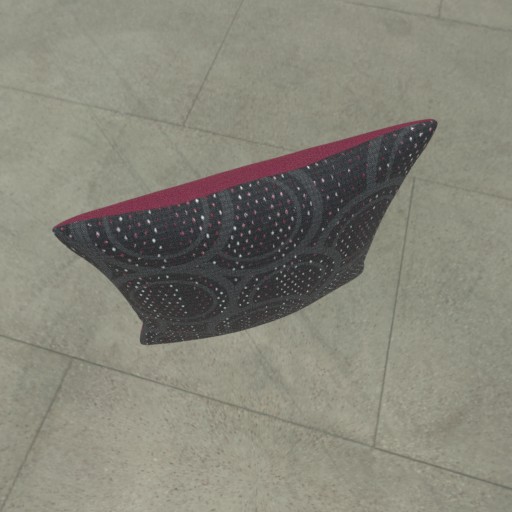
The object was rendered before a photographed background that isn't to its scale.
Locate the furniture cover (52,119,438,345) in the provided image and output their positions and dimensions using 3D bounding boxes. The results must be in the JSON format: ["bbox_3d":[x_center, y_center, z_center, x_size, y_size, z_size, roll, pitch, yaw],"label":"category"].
[{"bbox_3d":[0.000,0.000,0.819,0.552,0.509,0.193,-17,64,-9],"label":"furniture cover"}]
